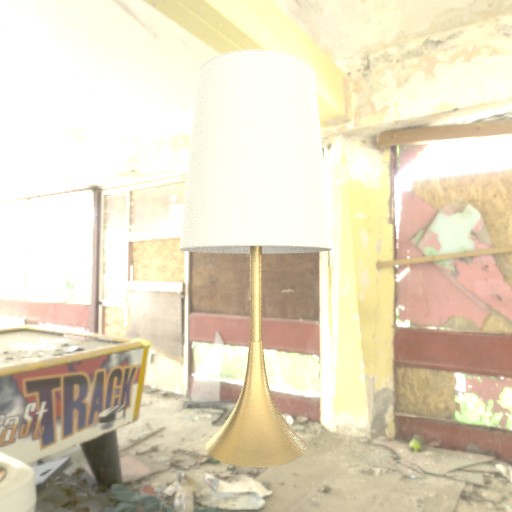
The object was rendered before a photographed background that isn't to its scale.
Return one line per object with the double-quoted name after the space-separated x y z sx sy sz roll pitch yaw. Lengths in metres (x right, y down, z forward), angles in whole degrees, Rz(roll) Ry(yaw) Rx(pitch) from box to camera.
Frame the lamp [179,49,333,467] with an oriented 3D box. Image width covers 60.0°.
0.000 0.000 0.676 0.231 0.569 0.231 0 -2 0 "lamp"
